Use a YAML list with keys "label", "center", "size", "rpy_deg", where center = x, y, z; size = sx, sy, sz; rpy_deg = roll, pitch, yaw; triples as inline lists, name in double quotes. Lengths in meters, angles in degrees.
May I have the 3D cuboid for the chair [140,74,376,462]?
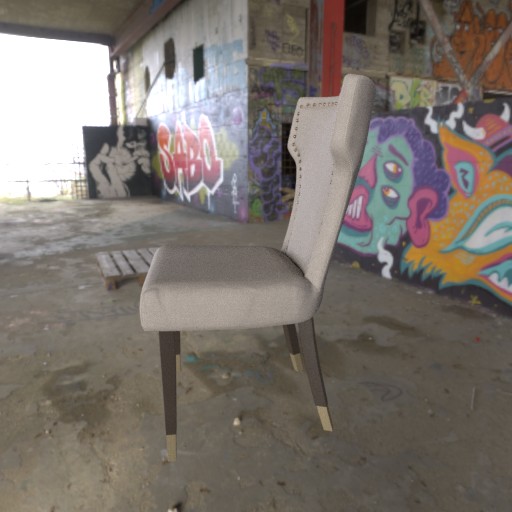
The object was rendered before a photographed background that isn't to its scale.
- label: "chair"
  center: [0.000, 0.000, 1.313]
  size: [0.630, 0.950, 0.526]
  rpy_deg: [-2, 13, -8]
